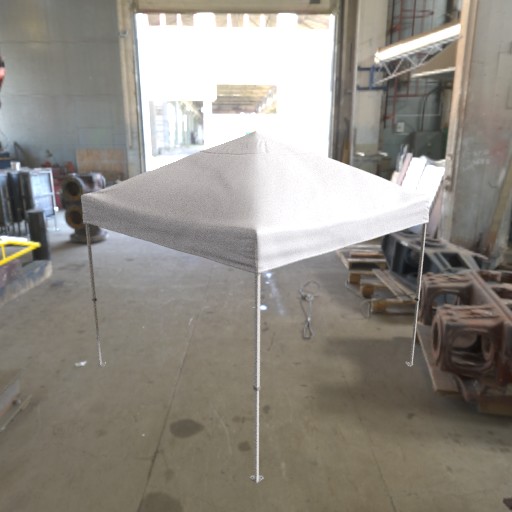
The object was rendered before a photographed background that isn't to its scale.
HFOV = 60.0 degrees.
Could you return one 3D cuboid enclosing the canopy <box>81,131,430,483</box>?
[{"bbox_3d":[0.000,0.000,5.508,2.998,2.997,2.996,15,21,43],"label":"canopy"}]
